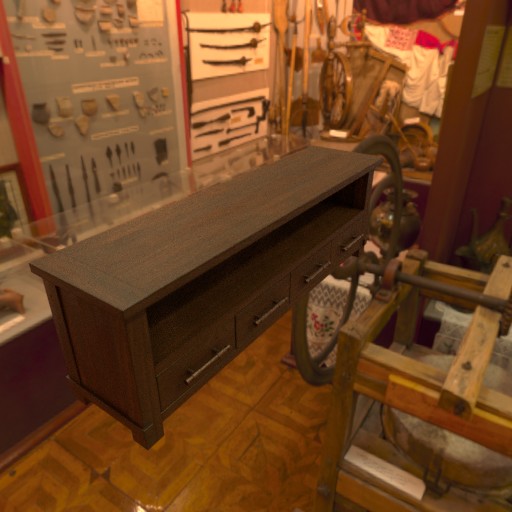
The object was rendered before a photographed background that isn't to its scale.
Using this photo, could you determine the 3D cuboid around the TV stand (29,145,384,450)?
[{"bbox_3d":[0.000,0.000,2.116,0.471,0.615,1.866,19,33,31],"label":"TV stand"}]
